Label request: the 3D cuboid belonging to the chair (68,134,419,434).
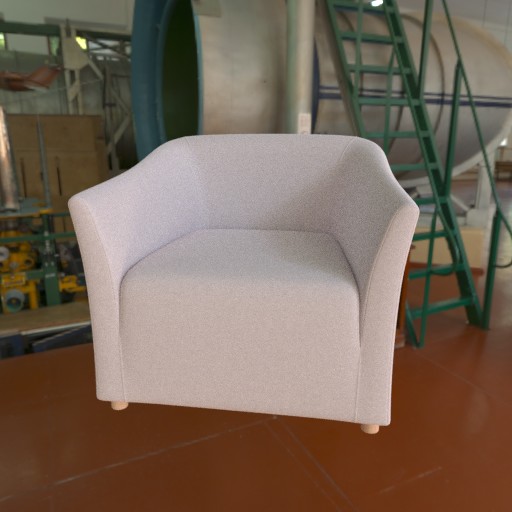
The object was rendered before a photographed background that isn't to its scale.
[{"bbox_3d":[0.000,0.000,1.349,0.790,0.720,0.700,2,15,8],"label":"chair"}]
